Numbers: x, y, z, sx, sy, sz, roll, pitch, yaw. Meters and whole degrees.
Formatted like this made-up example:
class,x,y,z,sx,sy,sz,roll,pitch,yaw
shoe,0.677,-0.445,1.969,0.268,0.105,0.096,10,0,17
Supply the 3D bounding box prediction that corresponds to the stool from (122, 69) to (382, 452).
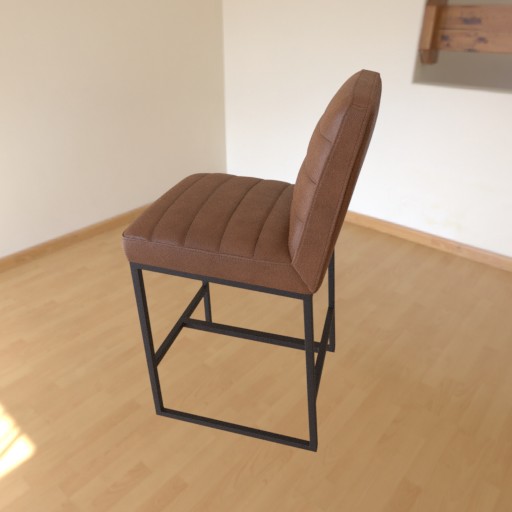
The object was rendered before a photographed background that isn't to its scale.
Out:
class,x,y,z,sx,sy,sz,roll,pitch,yaw
stool,0.000,0.000,1.230,0.556,0.940,0.458,8,31,13
